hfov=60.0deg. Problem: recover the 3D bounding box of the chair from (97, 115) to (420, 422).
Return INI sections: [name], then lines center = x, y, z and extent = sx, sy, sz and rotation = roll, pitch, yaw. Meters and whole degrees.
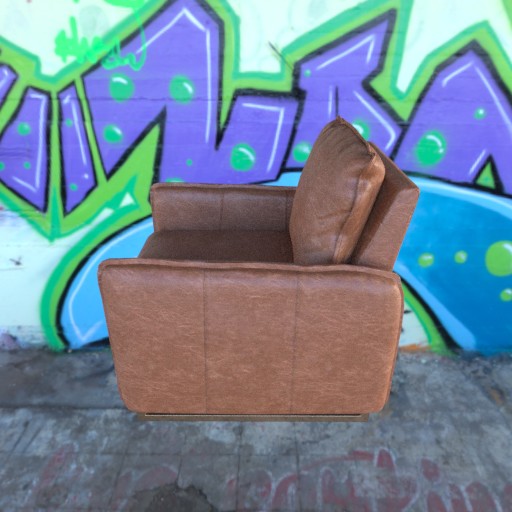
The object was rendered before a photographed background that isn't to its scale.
[chair]
center = 0.000, 0.000, 1.634
extent = 0.922, 0.922, 0.830
rotation = 0, 27, 0
